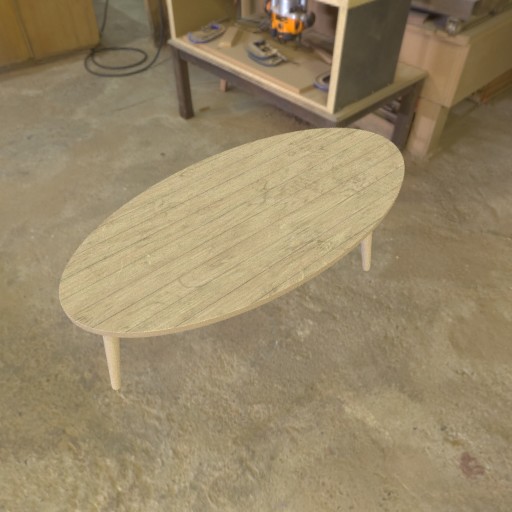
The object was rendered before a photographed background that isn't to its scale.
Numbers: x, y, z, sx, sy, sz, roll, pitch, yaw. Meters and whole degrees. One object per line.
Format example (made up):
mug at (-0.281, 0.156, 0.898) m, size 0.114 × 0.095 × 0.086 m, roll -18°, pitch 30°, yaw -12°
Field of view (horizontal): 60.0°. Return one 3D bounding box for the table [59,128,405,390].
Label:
table at (0.000, 0.000, 1.341) m, size 1.083 × 0.390 × 0.542 m, roll -31°, pitch 54°, yaw -26°
